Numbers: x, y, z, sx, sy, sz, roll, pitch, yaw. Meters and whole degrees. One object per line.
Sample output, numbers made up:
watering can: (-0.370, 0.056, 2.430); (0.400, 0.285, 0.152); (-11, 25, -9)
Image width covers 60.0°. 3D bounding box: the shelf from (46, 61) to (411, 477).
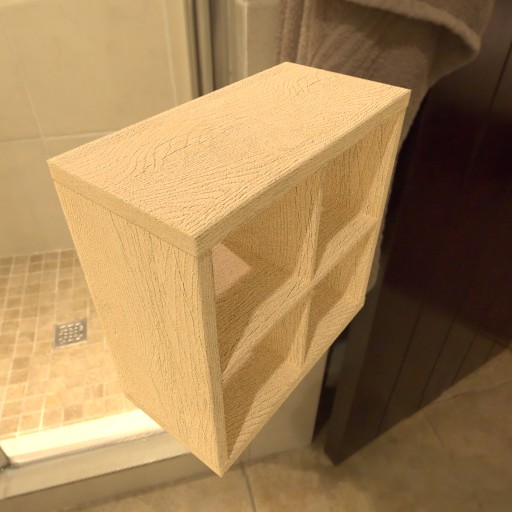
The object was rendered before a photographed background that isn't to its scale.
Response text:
shelf: (0.000, 0.000, 1.236); (0.390, 0.786, 0.790); (27, 46, 28)
